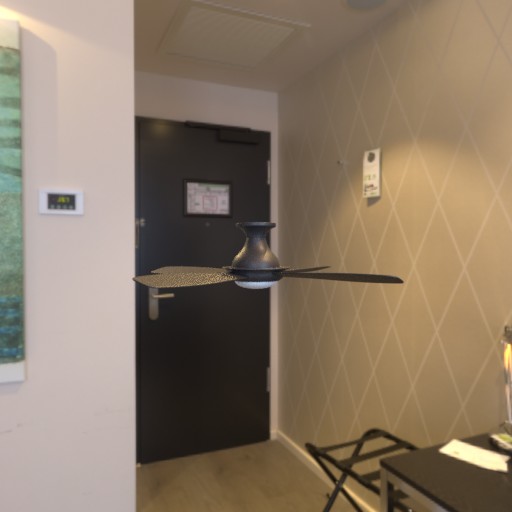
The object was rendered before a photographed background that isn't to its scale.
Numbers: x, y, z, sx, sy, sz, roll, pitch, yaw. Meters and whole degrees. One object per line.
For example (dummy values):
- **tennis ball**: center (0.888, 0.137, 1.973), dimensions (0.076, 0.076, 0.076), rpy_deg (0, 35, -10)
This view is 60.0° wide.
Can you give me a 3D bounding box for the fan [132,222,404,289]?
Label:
- **fan**: center (0.000, 0.000, 2.587), dimensions (1.694, 0.382, 1.694), rpy_deg (1, 1, 36)
